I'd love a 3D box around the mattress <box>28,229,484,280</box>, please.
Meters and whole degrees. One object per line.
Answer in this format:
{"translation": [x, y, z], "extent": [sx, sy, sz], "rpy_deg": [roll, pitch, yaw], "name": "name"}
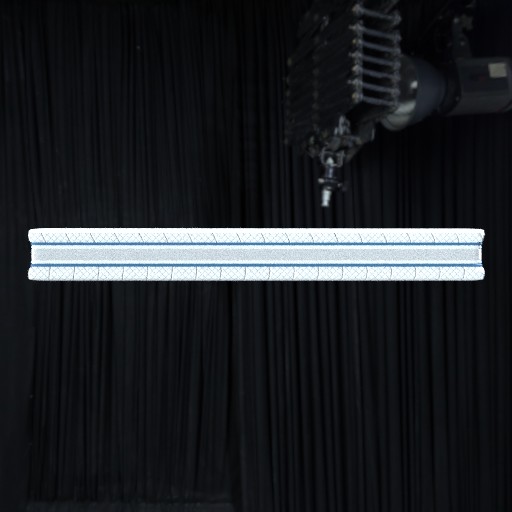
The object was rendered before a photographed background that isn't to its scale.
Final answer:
{"translation": [0.000, 0.000, 2.737], "extent": [2.000, 0.230, 1.600], "rpy_deg": [0, 0, 0], "name": "mattress"}
